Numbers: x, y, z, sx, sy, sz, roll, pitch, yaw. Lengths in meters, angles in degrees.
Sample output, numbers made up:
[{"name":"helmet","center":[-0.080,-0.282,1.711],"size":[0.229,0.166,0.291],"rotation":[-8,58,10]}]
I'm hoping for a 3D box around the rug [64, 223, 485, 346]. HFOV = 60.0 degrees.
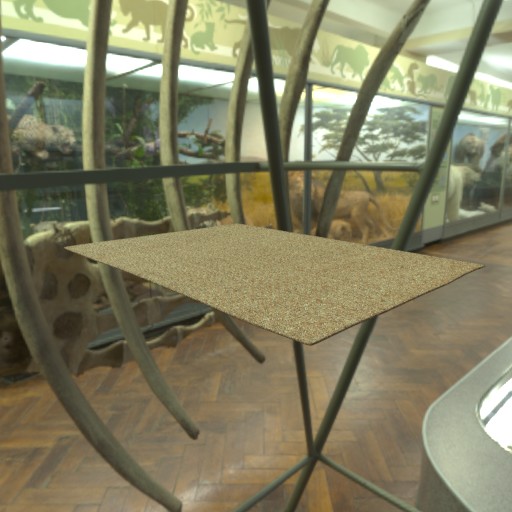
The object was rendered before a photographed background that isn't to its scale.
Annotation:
[{"name":"rug","center":[0.000,0.000,2.707],"size":[1.566,0.013,2.141],"rotation":[-12,17,-42]}]
